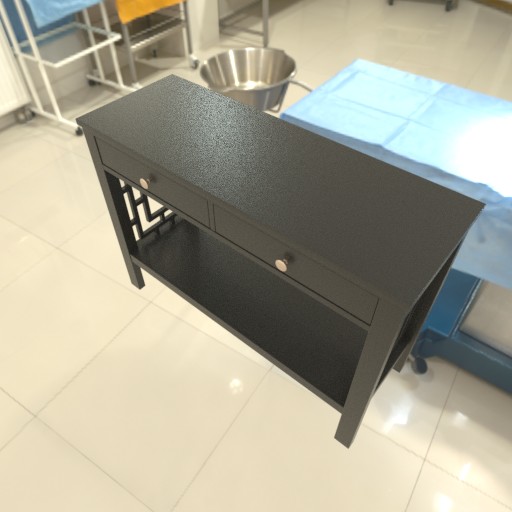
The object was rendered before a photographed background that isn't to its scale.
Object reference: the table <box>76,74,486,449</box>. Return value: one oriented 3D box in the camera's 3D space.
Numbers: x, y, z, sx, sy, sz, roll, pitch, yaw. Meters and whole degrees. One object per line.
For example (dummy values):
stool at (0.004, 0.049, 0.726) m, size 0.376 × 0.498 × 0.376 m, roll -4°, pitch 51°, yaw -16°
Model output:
table at (0.000, 0.000, 1.436) m, size 1.068 × 0.753 × 0.397 m, roll 31°, pitch 54°, yaw 26°
